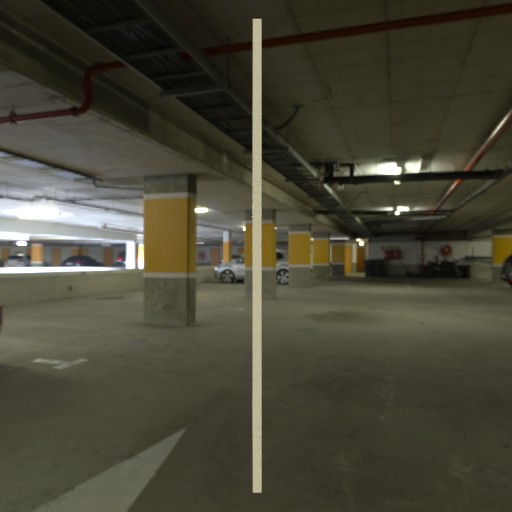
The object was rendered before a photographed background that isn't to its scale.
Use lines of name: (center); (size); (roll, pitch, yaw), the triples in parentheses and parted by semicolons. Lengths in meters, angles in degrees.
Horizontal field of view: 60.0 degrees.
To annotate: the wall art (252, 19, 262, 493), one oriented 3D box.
wall art: (0.000, 0.000, 0.828); (0.013, 0.683, 0.380); (0, -1, -1)
